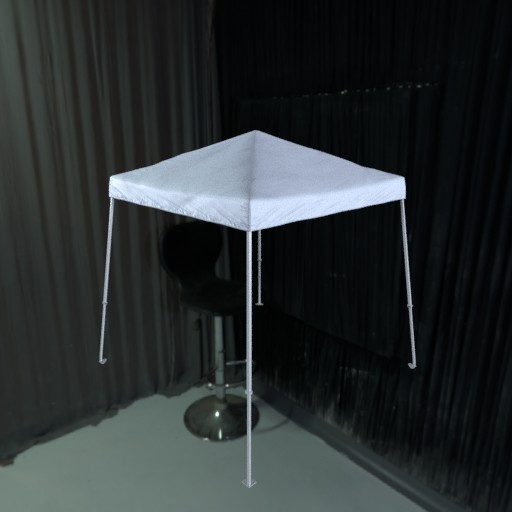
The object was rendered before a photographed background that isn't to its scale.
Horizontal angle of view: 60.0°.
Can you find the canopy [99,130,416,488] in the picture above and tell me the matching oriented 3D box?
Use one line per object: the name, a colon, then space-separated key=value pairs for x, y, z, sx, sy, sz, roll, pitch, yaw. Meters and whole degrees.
canopy: x=0.000 y=0.000 z=6.601 sx=3.600 sy=3.600 sz=3.599 roll=-15 pitch=22 yaw=-41
